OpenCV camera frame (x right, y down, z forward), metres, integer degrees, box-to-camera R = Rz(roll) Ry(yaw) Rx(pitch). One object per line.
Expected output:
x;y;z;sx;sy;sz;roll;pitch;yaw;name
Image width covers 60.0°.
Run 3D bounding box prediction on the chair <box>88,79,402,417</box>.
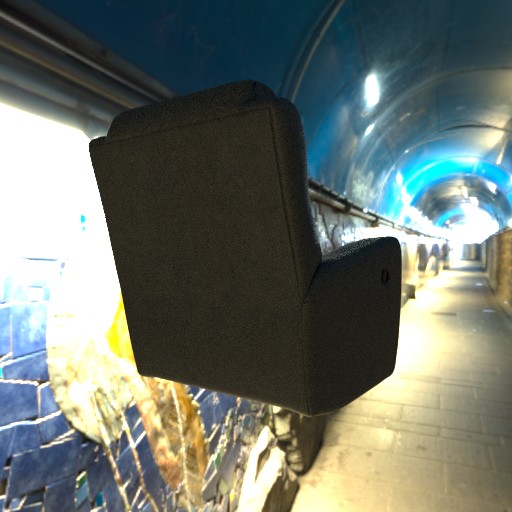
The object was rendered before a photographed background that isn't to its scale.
0.000;0.000;1.893;0.965;1.116;1.068;1;1;35;chair
